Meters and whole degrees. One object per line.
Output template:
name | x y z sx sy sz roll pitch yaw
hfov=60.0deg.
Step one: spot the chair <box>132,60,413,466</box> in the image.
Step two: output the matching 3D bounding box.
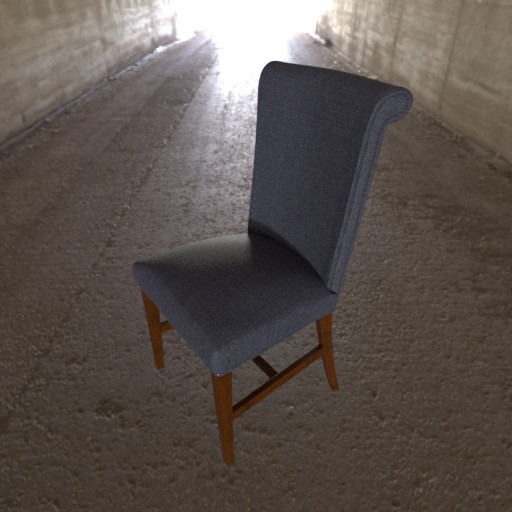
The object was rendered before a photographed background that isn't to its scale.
chair | 0.000 0.000 1.329 0.608 0.988 0.513 -21 38 -30
